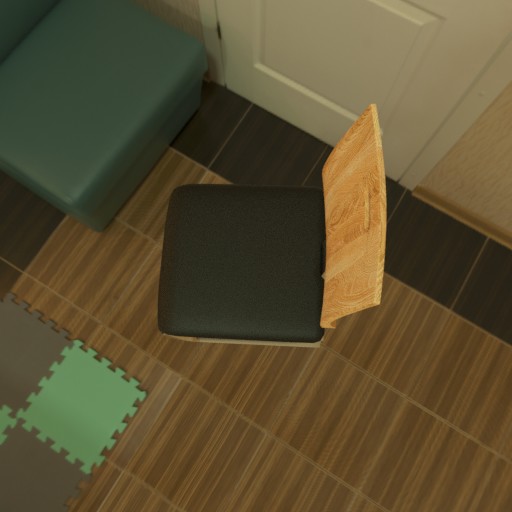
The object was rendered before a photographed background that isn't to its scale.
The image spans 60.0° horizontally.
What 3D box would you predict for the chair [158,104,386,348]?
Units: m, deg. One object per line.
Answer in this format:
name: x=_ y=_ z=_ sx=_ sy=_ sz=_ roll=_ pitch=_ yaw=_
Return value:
chair: x=0.000 y=0.000 z=1.241 sx=0.560 sy=0.936 sz=0.462 roll=3 pitch=76 yaw=1
